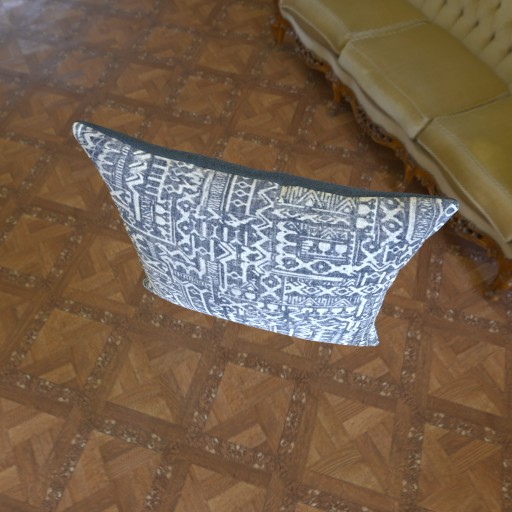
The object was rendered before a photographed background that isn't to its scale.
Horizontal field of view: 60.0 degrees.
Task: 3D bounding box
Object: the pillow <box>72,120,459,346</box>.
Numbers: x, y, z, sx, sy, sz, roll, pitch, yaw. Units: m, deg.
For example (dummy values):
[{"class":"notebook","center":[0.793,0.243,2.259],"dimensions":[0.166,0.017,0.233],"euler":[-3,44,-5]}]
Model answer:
[{"class":"pillow","center":[0.000,0.000,0.792],"dimensions":[0.546,0.487,0.180],"euler":[14,59,8]}]
